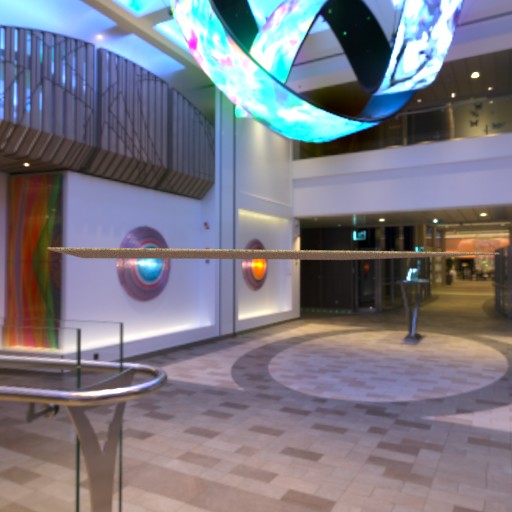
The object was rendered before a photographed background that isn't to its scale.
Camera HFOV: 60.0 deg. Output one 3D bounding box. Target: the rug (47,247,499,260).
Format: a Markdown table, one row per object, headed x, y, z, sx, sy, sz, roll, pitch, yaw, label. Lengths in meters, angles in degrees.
| x | y | z | sx | sy | sz | roll | pitch | yaw | label |
| --- | --- | --- | --- | --- | --- | --- | --- | --- | --- |
| 0.000 | 0.000 | 4.129 | 3.201 | 0.014 | 2.437 | 0 | -2 | -17 | rug |
